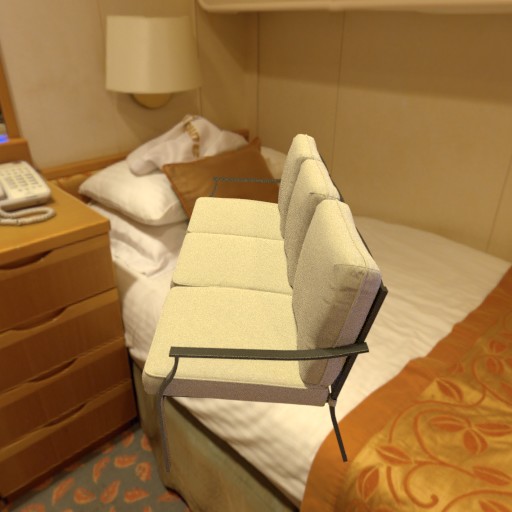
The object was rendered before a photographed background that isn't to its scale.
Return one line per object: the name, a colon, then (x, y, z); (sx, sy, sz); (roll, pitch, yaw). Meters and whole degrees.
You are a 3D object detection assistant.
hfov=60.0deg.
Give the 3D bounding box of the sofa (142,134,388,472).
sofa: (0.000, 0.000, 2.186); (0.787, 0.860, 1.740); (0, 28, 0)
